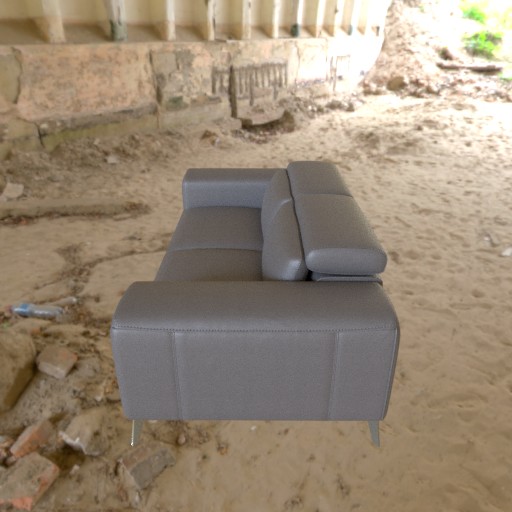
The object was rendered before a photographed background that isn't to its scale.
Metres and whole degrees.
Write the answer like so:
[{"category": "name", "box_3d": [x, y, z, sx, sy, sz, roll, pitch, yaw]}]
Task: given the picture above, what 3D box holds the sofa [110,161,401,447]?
[{"category": "sofa", "box_3d": [0.000, 0.000, 2.431, 1.024, 0.753, 1.930, 0, 27, 0]}]
